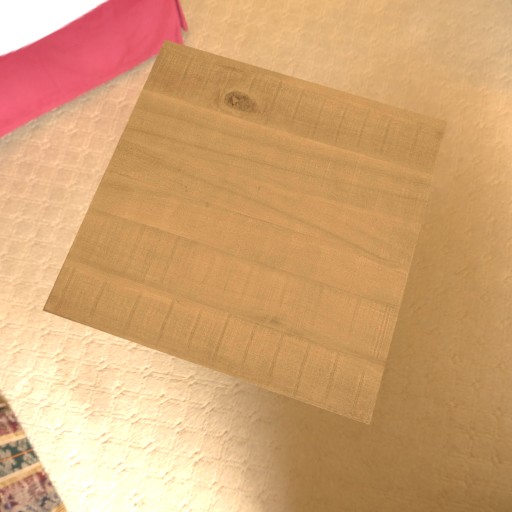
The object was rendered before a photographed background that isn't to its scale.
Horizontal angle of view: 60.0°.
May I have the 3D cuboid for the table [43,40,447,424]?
[{"bbox_3d":[0.000,0.000,0.988,0.507,0.589,0.503,18,77,4],"label":"table"}]
